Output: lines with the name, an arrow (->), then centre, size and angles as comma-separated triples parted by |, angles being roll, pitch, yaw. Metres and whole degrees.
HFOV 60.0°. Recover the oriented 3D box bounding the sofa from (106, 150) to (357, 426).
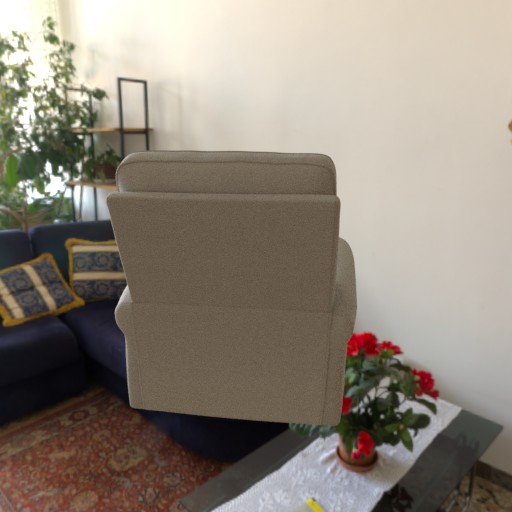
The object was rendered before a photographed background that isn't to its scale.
sofa -> 0.000, 0.000, 2.031 | 0.880, 0.959, 1.478 | 2, 14, 8
